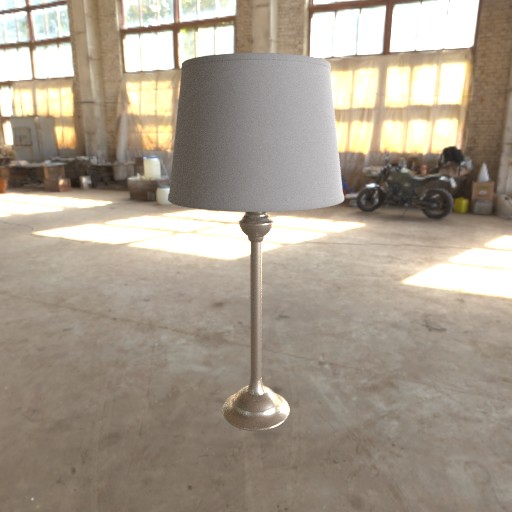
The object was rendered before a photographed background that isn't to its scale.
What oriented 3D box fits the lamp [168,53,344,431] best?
[{"bbox_3d":[0.000,0.000,0.877,0.331,0.698,0.331,0,15,0],"label":"lamp"}]
